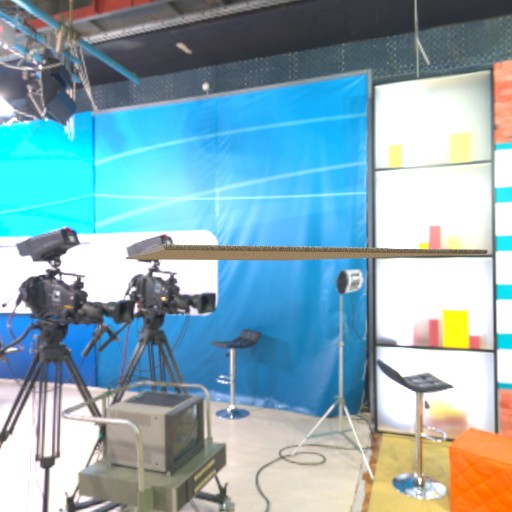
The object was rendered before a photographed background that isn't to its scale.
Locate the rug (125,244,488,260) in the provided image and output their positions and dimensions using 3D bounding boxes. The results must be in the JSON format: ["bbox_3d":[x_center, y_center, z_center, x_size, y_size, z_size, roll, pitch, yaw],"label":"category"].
[{"bbox_3d":[0.000,0.000,3.458,1.800,0.025,2.699,1,-1,-20],"label":"rug"}]
